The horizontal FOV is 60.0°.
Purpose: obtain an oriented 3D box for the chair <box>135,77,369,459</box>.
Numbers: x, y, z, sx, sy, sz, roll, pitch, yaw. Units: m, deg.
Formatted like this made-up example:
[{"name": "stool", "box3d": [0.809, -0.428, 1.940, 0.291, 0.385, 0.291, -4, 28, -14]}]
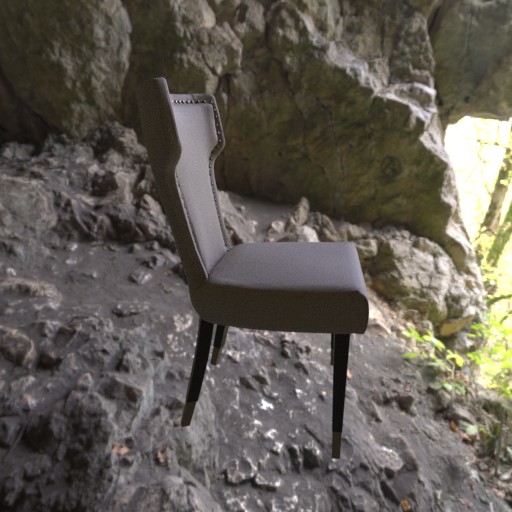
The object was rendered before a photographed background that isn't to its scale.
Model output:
[{"name": "chair", "box3d": [0.000, 0.000, 1.328, 0.630, 0.955, 0.526, 2, 16, 8]}]
